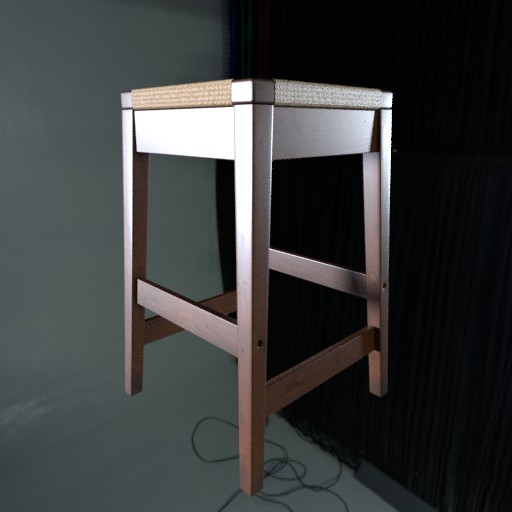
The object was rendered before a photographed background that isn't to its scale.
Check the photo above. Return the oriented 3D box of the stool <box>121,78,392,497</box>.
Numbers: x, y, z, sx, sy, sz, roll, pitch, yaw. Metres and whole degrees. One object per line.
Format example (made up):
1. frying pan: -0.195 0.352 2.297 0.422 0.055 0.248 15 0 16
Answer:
1. stool: 0.000 0.000 1.087 0.507 0.762 0.497 -15 22 -42
